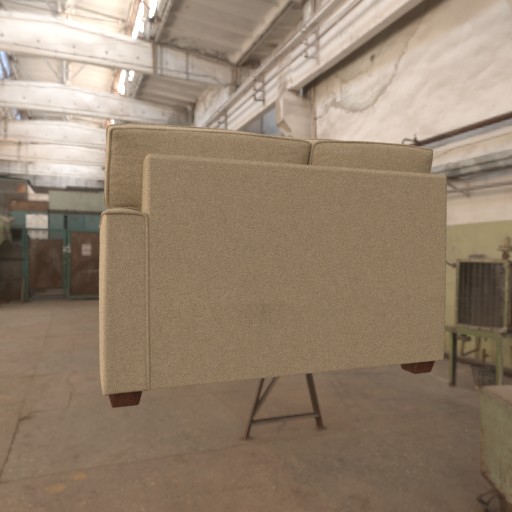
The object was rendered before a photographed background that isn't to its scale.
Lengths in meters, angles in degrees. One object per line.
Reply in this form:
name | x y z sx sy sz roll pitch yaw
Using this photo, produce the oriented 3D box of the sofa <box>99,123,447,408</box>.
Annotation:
sofa | 0.000 0.000 2.075 1.388 0.989 0.991 0 1 -19
